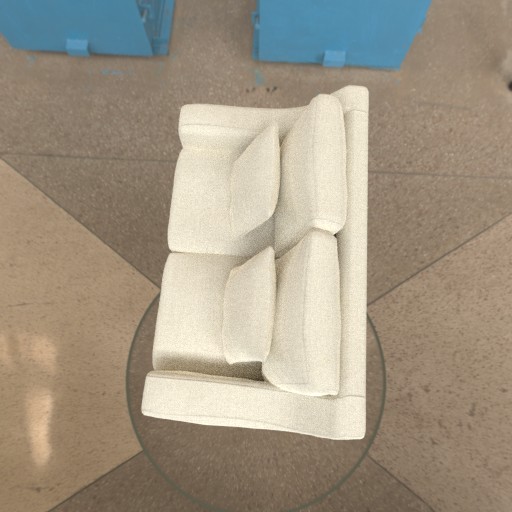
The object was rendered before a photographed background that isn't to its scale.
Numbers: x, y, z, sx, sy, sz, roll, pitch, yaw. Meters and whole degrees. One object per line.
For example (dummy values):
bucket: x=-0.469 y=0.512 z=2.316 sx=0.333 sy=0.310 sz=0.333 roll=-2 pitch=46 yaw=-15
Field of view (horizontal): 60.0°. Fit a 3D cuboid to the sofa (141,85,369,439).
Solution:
sofa: x=0.000 y=0.000 z=2.397 sx=1.040 sy=1.047 sz=1.744 roll=4 pitch=75 yaw=1
